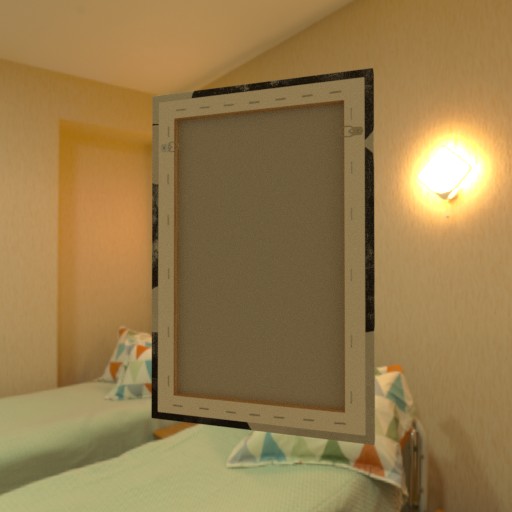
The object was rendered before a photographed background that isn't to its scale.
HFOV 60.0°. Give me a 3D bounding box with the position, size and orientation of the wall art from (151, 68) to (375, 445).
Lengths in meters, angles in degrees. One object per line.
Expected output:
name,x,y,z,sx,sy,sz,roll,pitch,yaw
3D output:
wall art,0.000,0.000,1.183,0.610,0.915,0.041,0,-1,18
